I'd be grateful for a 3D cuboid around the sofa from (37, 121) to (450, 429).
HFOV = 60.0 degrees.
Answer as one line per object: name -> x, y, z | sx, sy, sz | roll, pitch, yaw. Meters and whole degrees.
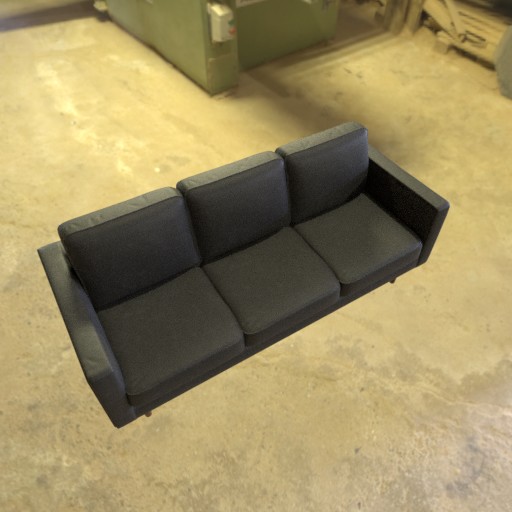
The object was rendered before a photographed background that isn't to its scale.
sofa -> 0.000, 0.000, 2.471 | 2.029, 0.899, 0.879 | -24, 52, -20
